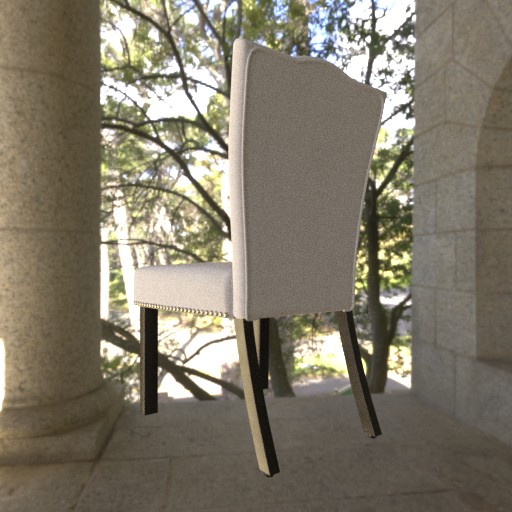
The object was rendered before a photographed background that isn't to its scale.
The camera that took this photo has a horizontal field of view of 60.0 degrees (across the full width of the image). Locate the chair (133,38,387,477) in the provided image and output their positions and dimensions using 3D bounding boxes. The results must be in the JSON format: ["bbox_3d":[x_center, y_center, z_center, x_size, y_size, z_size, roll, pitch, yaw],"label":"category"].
[{"bbox_3d":[0.000,0.000,1.275,0.518,0.946,0.589,1,-1,-37],"label":"chair"}]
